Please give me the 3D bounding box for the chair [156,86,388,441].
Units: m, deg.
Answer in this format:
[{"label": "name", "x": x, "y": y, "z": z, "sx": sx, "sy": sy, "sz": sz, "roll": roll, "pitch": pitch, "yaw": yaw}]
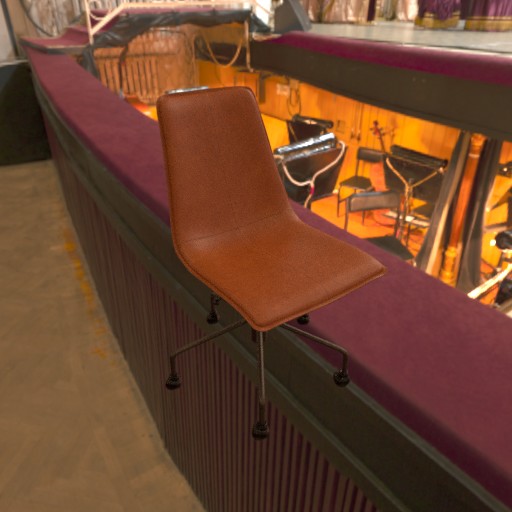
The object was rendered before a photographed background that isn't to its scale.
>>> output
[{"label": "chair", "x": 0.000, "y": 0.000, "z": 1.399, "sx": 0.651, "sy": 0.920, "sz": 0.660, "roll": -20, "pitch": 36, "yaw": -30}]
